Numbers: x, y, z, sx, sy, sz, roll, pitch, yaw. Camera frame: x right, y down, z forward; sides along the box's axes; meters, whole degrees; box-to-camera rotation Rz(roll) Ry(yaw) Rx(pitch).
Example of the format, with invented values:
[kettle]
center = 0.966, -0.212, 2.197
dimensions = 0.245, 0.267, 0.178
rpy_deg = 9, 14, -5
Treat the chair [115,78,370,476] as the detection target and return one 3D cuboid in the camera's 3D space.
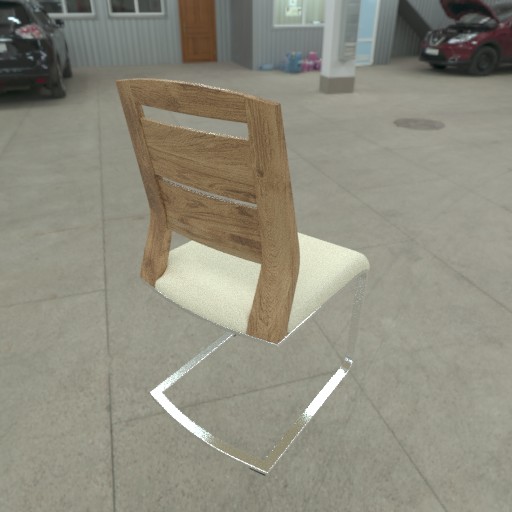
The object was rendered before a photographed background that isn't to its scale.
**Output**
[chair]
center = 0.000, 0.000, 1.216
dimensions = 0.457, 0.955, 0.561
rpy_deg = 21, 36, 32
